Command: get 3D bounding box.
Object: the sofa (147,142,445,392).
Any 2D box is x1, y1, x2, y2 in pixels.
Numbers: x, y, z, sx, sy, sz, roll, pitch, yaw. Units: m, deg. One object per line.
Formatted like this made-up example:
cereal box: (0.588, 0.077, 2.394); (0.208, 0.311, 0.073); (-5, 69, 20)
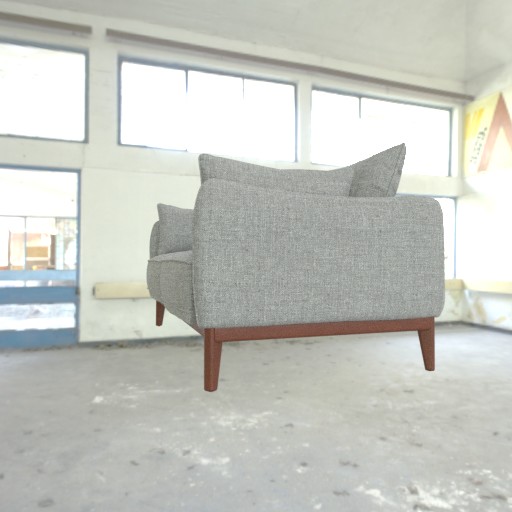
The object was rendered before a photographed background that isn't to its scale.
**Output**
sofa: (0.000, 0.000, 2.176); (0.972, 0.851, 1.580); (0, -1, -18)
